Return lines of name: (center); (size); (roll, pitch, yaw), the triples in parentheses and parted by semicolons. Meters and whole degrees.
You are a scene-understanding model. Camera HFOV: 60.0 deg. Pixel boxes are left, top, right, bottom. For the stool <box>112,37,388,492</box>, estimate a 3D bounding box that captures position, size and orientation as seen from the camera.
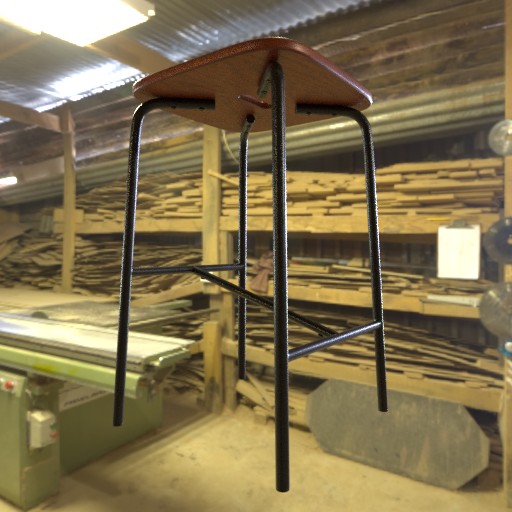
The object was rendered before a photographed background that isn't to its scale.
stool: (0.000, 0.000, 0.833); (0.376, 0.610, 0.376); (1, 1, 37)
